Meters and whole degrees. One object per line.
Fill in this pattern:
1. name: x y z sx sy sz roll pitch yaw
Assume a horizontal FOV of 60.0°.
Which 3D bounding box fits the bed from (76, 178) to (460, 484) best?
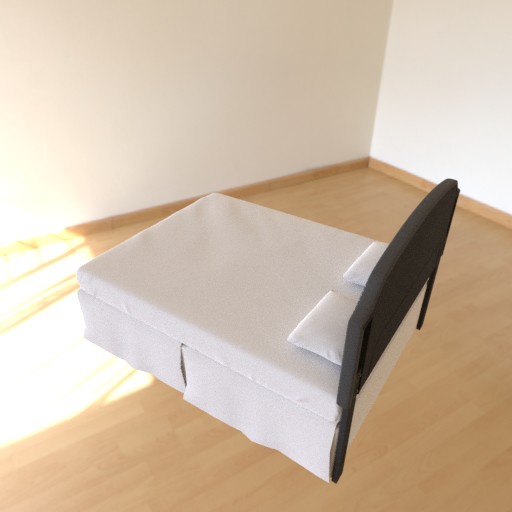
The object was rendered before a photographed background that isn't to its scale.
1. bed: 0.000 0.000 2.890 1.999 1.270 1.558 20 38 28
